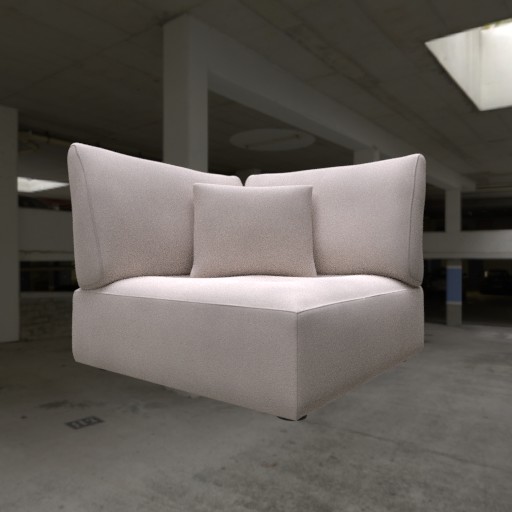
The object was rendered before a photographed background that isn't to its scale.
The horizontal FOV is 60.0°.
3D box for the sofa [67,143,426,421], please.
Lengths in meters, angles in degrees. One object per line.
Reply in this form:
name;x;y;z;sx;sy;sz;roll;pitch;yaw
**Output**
sofa;0.000;0.000;1.684;1.000;0.820;1.000;0;0;37
